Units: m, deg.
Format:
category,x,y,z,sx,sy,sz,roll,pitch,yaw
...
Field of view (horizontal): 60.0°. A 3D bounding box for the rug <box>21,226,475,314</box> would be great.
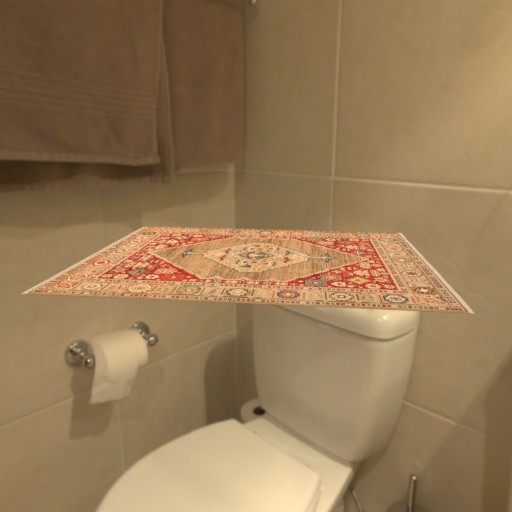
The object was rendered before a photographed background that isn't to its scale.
category,x,y,z,sx,sy,sz,roll,pitch,yaw
rug,0.000,0.000,4.192,3.143,0.008,2.451,2,15,7
